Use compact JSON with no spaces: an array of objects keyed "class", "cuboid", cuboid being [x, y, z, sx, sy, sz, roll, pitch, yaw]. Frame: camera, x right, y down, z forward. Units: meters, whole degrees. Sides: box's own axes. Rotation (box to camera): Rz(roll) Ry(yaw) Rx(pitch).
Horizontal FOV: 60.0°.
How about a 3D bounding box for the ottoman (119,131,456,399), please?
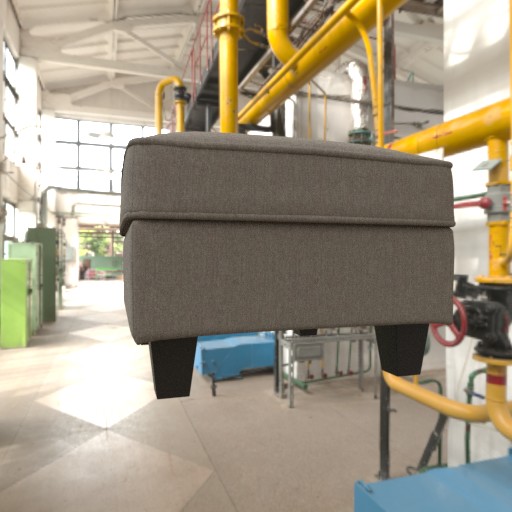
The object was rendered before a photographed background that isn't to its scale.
[{"class":"ottoman","cuboid":[0.000,0.000,1.373,0.808,0.612,0.871,0,0,-18]}]
